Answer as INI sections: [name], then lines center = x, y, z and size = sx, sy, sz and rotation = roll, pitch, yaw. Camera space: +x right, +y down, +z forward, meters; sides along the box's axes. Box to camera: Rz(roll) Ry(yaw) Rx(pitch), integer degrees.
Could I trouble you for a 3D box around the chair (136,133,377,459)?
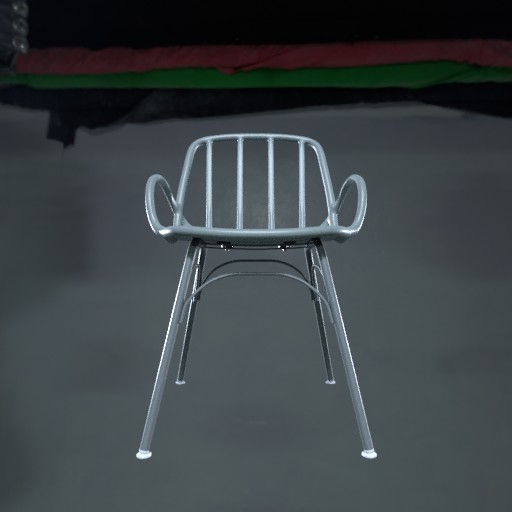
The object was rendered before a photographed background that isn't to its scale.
[chair]
center = 0.000, 0.000, 1.188
size = 0.549, 0.816, 0.597
rotation = 0, 0, 0
